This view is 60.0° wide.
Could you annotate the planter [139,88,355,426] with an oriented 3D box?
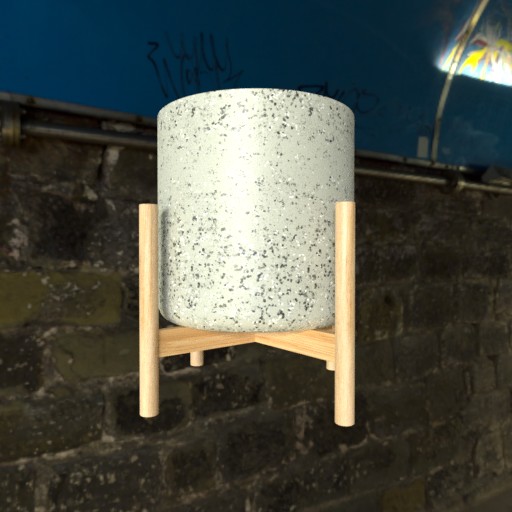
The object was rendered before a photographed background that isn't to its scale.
[{"bbox_3d":[0.000,0.000,0.702,0.360,0.419,0.360,0,1,-16],"label":"planter"}]
